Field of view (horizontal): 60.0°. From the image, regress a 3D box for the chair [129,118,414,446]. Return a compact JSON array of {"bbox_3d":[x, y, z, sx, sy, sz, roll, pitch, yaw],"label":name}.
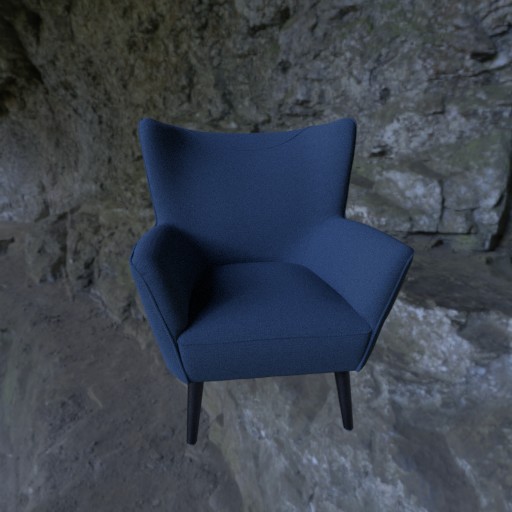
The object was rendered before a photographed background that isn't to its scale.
[{"bbox_3d":[0.000,0.000,1.565,0.781,0.933,0.888,-2,17,-7],"label":"chair"}]
